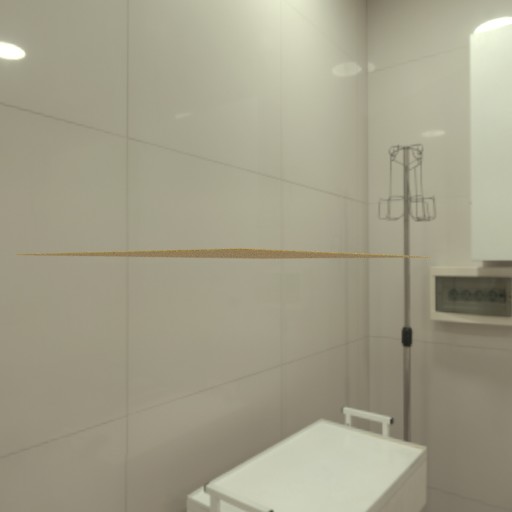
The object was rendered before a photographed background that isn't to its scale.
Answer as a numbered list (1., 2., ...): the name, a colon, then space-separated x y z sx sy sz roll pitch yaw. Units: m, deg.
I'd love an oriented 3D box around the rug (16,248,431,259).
1. rug: 0.000 0.000 3.638 1.981 0.006 2.895 -1 -1 37
